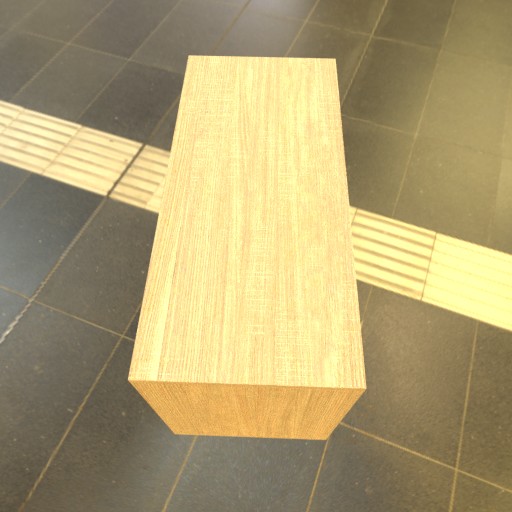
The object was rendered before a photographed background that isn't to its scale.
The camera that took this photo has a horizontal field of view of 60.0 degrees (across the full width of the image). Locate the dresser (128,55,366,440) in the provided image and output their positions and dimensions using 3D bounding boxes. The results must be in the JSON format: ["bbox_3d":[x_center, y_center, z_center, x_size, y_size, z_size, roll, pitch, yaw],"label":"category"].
[{"bbox_3d":[0.000,0.000,1.550,0.500,0.780,1.110,2,58,1],"label":"dresser"}]
